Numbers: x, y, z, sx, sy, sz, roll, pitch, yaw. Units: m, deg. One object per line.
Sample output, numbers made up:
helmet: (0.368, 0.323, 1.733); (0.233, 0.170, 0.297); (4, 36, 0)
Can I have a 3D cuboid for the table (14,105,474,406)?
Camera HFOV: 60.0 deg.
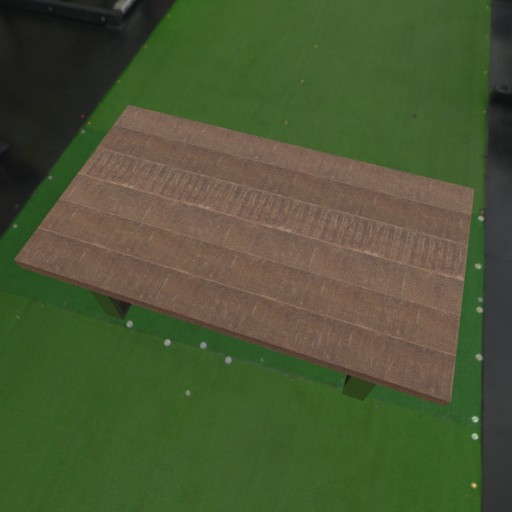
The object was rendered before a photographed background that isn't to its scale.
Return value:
table: (0.000, 0.000, 1.715); (1.400, 0.440, 0.800); (16, 60, 10)
